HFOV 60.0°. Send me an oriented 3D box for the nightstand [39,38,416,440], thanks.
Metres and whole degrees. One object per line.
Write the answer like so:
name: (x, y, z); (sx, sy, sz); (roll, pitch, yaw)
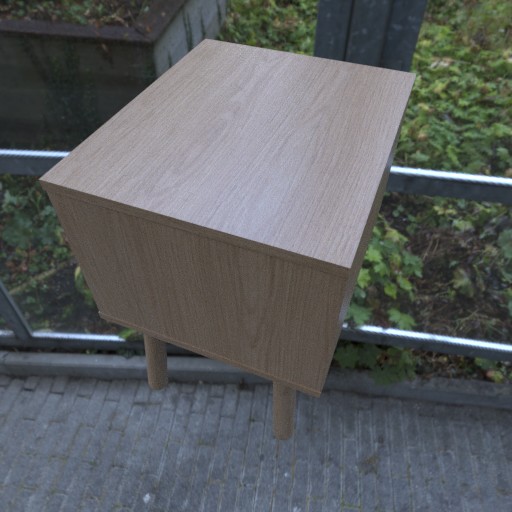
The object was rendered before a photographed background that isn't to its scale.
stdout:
nightstand: (0.000, 0.000, 0.834); (0.380, 0.571, 0.450); (16, 49, 15)
